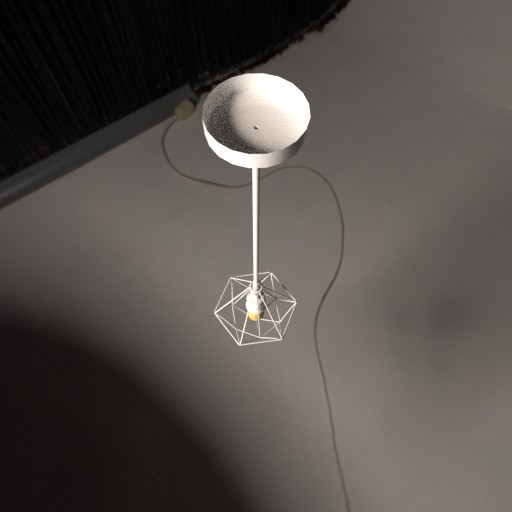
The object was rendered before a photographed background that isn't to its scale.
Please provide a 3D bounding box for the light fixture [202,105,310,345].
[{"bbox_3d":[0.000,0.000,1.996,0.431,1.764,0.487,-35,69,-16],"label":"light fixture"}]
